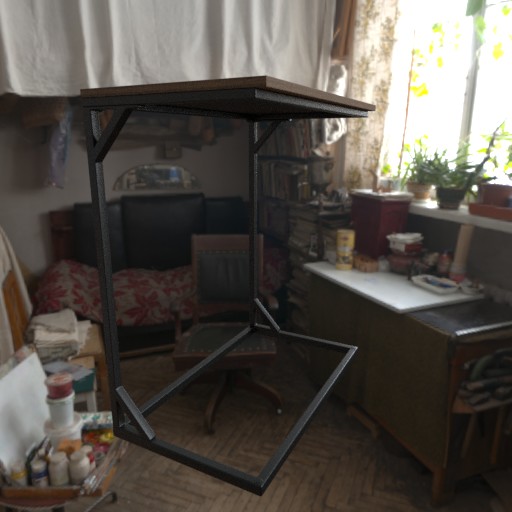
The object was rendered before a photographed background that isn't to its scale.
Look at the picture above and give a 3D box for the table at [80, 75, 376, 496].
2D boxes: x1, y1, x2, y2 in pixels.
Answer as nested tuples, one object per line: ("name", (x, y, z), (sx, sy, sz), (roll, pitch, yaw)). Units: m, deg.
("table", (0.000, 0.000, 1.003), (0.351, 0.673, 0.597), (8, 17, 27))
